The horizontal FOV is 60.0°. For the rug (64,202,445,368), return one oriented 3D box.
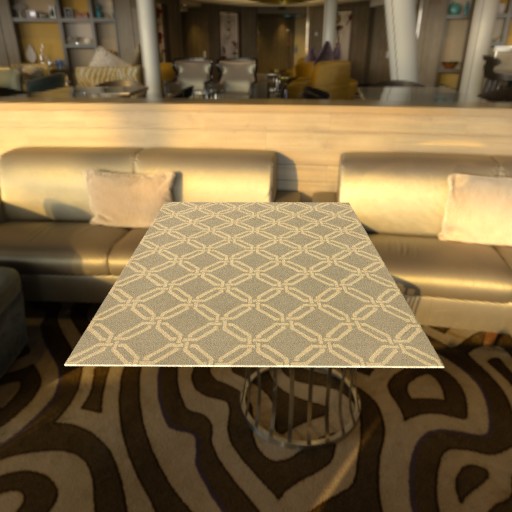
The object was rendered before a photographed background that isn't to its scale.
[{"bbox_3d":[0.000,0.000,4.361,2.438,0.013,3.353,0,25,0],"label":"rug"}]
